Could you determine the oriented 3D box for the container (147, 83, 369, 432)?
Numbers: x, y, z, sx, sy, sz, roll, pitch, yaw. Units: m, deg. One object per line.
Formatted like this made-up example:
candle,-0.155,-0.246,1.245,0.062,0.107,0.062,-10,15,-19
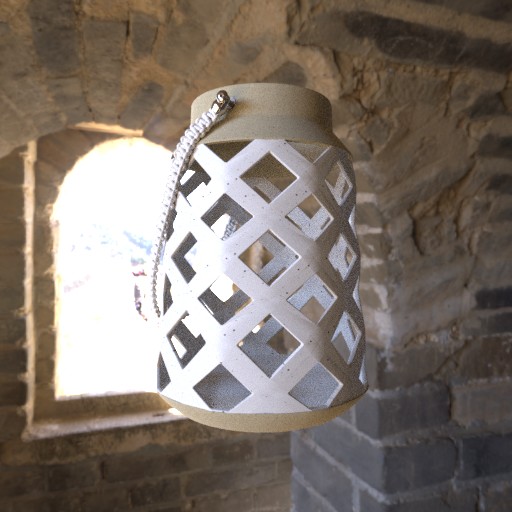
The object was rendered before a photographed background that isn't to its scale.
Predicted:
container,0.000,0.000,0.401,0.198,0.264,0.188,0,0,19
